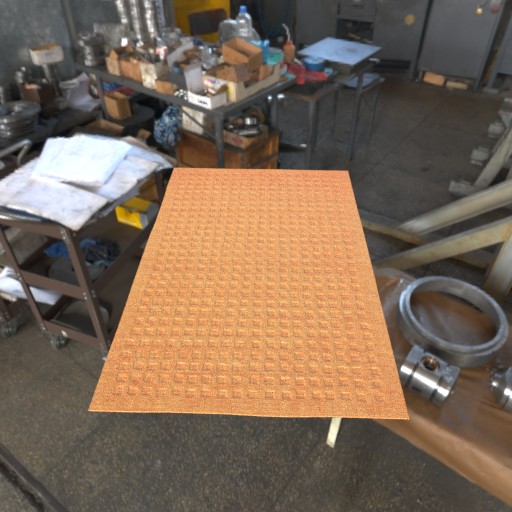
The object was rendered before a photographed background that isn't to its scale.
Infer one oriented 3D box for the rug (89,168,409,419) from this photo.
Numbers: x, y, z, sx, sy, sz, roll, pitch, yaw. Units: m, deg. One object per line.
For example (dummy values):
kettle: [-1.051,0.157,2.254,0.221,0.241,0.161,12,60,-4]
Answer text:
rug: [0.000,0.000,2.238,1.143,0.006,1.747,1,40,1]
